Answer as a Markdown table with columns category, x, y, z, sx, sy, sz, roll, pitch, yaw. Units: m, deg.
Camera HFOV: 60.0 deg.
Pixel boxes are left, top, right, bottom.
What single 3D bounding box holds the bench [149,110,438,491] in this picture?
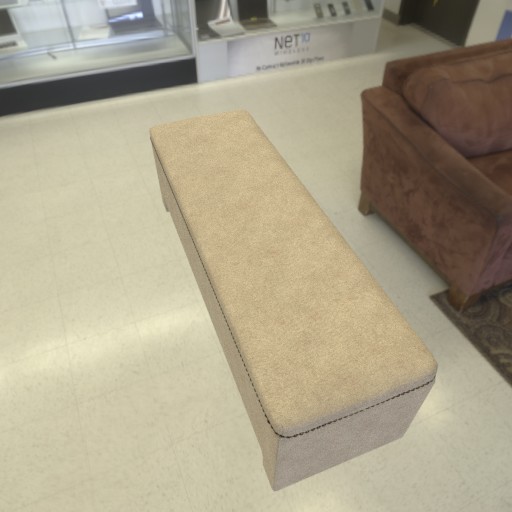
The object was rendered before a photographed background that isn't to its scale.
| category | x | y | z | sx | sy | sz | roll | pitch | yaw |
| --- | --- | --- | --- | --- | --- | --- | --- | --- | --- |
| bench | 0.000 | 0.000 | 1.691 | 0.470 | 0.447 | 1.482 | -16 | 48 | -15 |
